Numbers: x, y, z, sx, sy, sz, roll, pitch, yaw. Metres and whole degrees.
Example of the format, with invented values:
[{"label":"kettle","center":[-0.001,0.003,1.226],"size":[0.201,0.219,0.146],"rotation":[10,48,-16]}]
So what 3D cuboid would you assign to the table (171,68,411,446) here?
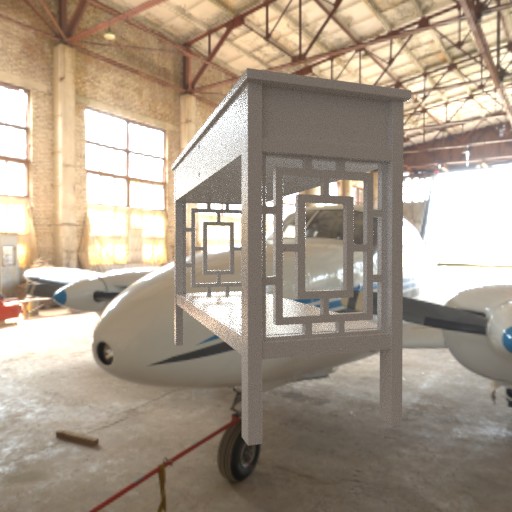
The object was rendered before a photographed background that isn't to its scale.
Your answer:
[{"label":"table","center":[0.000,0.000,1.441],"size":[0.397,0.753,1.068],"rotation":[0,1,-19]}]
